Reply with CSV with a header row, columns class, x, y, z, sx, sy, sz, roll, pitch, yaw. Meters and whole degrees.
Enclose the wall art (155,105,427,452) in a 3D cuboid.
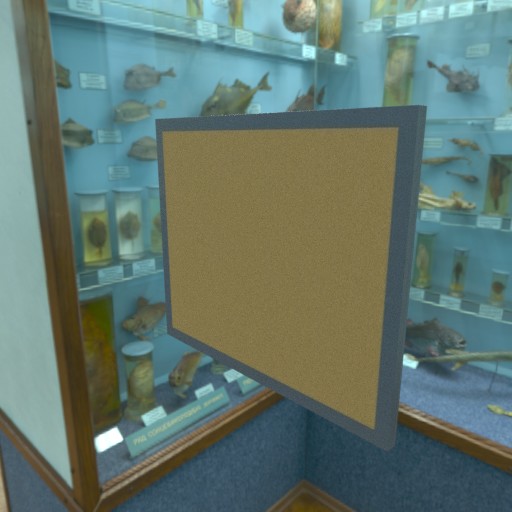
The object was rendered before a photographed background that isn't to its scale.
class,x,y,z,sx,sy,sz,roll,pitch,yaw
wall art,0.000,0.000,0.913,0.026,0.558,0.660,-14,21,-43
